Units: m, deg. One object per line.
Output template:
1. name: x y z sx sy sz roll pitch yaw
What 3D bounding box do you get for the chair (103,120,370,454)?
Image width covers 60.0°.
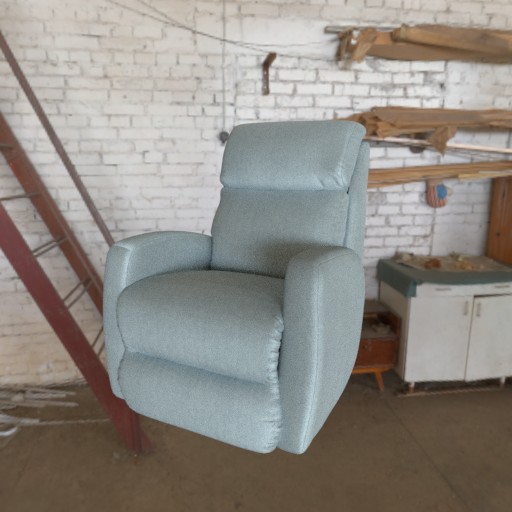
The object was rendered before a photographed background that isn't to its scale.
1. chair: 0.000 0.000 1.679 0.794 1.016 0.940 7 15 26
